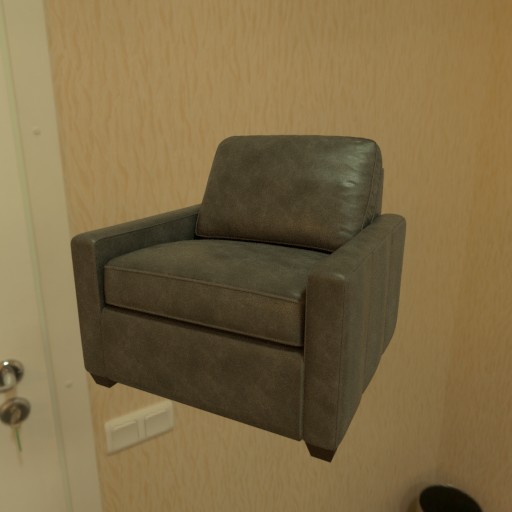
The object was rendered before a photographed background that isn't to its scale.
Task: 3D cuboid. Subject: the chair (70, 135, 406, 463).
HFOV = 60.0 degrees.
[{"bbox_3d":[0.000,0.000,1.743,1.006,0.916,0.939,8,17,26],"label":"chair"}]
